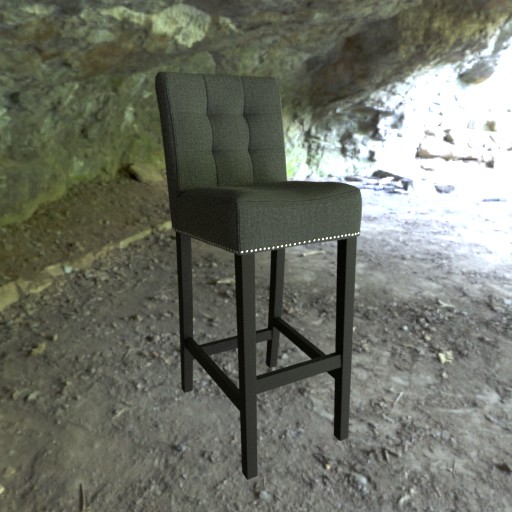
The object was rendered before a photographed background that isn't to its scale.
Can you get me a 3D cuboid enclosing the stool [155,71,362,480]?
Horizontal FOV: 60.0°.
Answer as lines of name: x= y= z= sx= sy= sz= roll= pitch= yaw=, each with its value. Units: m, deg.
stool: x=0.000 y=0.000 z=1.328 sx=0.411 sy=1.047 sz=0.548 roll=-9 pitch=19 yaw=-27
